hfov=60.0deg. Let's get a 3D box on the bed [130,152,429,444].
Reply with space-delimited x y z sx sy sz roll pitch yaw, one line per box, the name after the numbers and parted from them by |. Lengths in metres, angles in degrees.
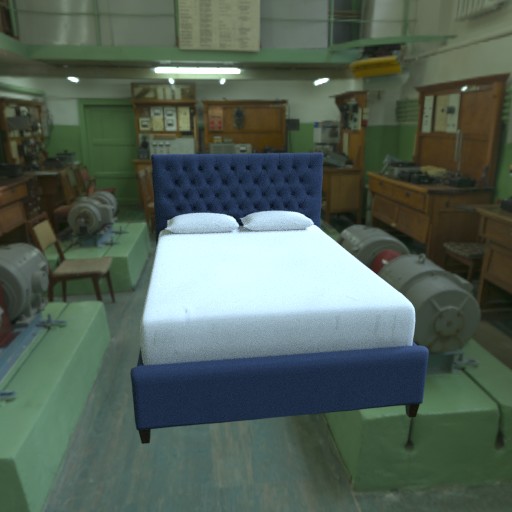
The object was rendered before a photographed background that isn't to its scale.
0.000 0.000 3.482 1.706 1.427 2.387 -2 17 -8 | bed
